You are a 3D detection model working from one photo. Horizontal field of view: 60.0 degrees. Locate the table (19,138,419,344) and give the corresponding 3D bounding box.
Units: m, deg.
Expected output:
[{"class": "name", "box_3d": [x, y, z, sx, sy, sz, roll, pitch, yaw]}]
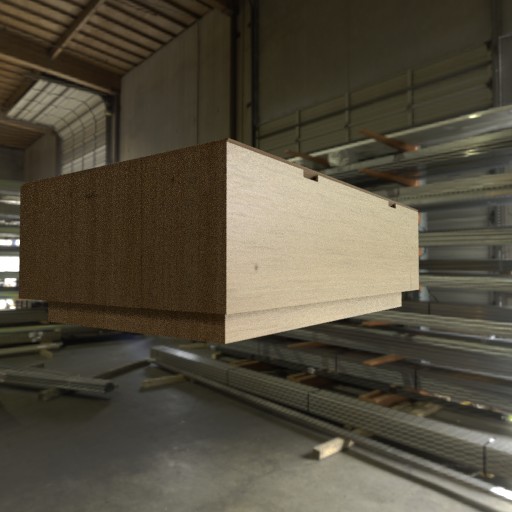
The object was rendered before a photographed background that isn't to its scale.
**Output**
[{"class": "table", "box_3d": [0.000, 0.000, 1.376, 0.678, 0.353, 1.110, -1, -2, 36]}]
